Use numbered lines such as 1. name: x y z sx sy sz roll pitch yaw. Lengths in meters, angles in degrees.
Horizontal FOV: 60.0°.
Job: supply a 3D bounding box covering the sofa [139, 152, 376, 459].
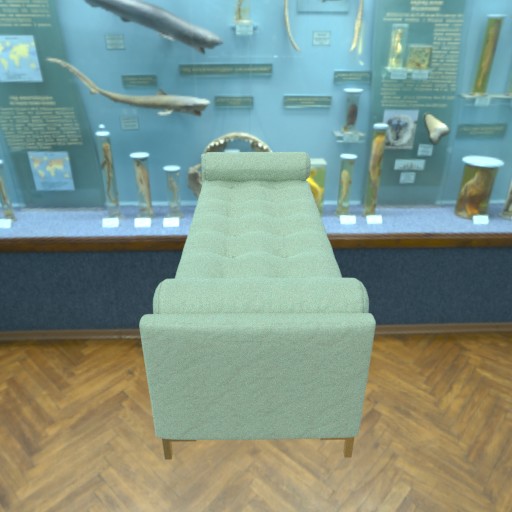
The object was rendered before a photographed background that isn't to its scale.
1. sofa: 0.000 0.000 2.476 0.796 0.705 2.102 0 28 0
